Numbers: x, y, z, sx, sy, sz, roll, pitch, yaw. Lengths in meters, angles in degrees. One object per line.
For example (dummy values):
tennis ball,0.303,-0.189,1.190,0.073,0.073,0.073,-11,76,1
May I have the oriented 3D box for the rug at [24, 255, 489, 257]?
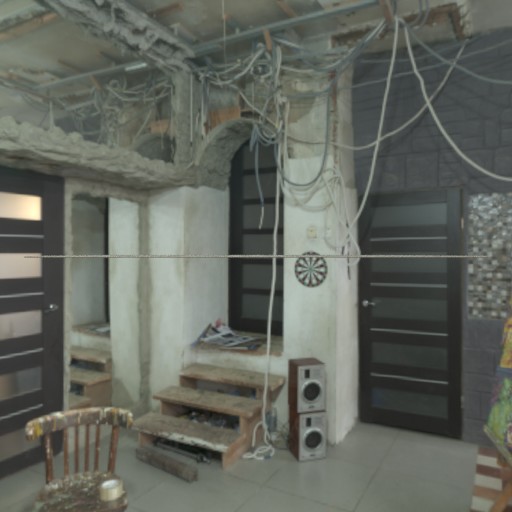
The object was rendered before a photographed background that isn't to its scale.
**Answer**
rug,0.000,0.000,3.068,2.438,0.008,1.523,0,0,-1
